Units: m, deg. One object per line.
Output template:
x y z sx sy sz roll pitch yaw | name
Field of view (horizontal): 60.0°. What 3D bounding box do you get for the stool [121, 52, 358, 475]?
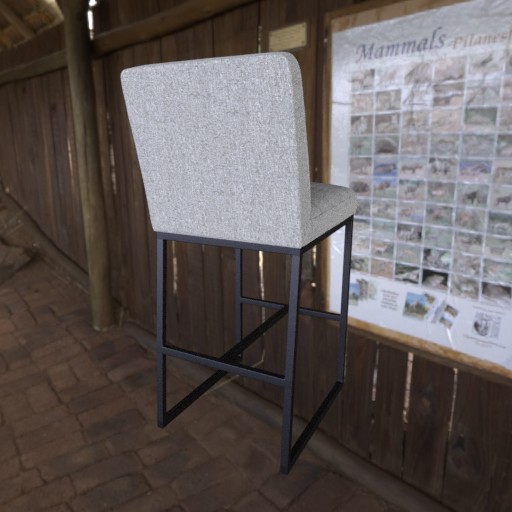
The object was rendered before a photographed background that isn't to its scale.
0.000 0.000 1.337 0.459 1.034 0.571 8 17 27 | stool
